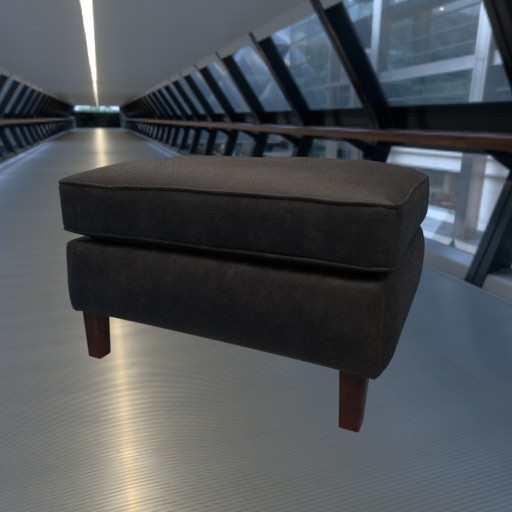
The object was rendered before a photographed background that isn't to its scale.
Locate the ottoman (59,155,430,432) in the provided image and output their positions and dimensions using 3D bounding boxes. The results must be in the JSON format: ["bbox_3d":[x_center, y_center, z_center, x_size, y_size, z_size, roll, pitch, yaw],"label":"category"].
[{"bbox_3d":[0.000,0.000,0.969,0.665,0.413,0.501,8,18,25],"label":"ottoman"}]
